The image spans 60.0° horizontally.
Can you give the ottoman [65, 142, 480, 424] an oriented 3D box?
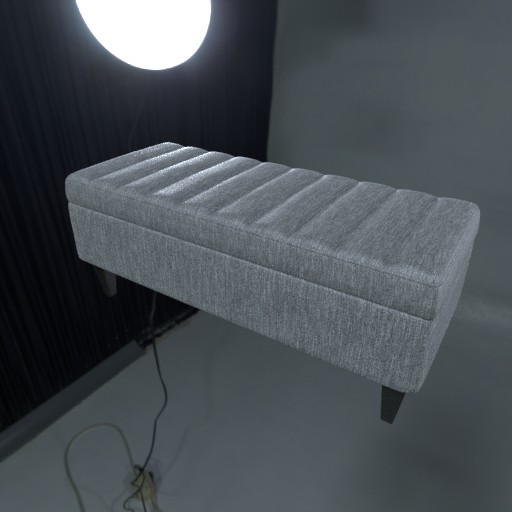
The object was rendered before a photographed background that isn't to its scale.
[{"bbox_3d":[0.000,0.000,1.382,1.151,0.469,0.482,18,34,28],"label":"ottoman"}]
